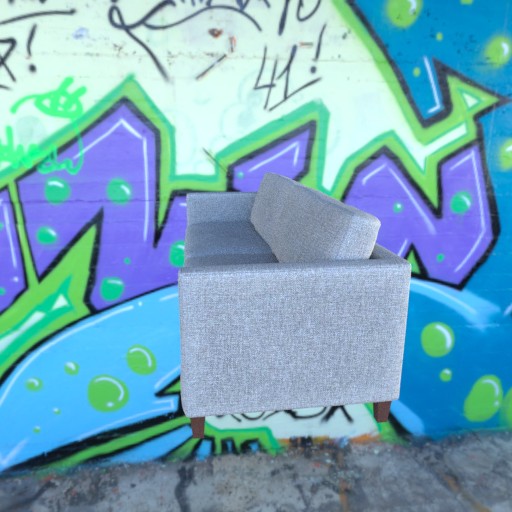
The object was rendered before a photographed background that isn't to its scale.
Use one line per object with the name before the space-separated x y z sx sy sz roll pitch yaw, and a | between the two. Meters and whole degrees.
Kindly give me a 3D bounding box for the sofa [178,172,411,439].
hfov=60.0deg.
sofa | 0.000 0.000 2.905 0.948 0.951 2.434 -2 15 -8
